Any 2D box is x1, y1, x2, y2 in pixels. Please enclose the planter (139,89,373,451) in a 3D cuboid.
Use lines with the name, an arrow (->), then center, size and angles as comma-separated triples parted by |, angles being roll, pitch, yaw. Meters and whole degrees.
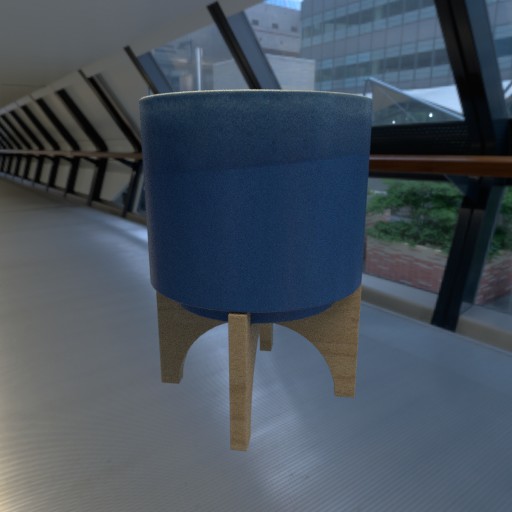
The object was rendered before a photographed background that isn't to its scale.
planter -> 0.000, 0.000, 0.556 | 0.261, 0.367, 0.261 | 0, 15, 0
